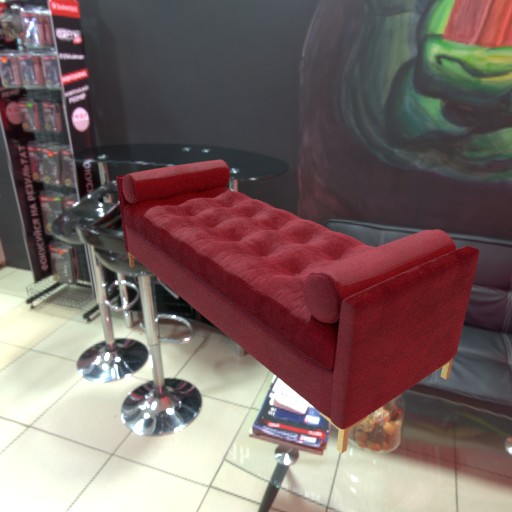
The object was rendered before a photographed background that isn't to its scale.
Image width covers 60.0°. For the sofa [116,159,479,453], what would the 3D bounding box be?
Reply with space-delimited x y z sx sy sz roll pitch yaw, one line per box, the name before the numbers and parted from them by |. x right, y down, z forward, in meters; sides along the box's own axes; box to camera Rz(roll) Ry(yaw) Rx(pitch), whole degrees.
sofa | 0.000 0.000 2.494 0.796 0.705 2.102 -17 30 -33
